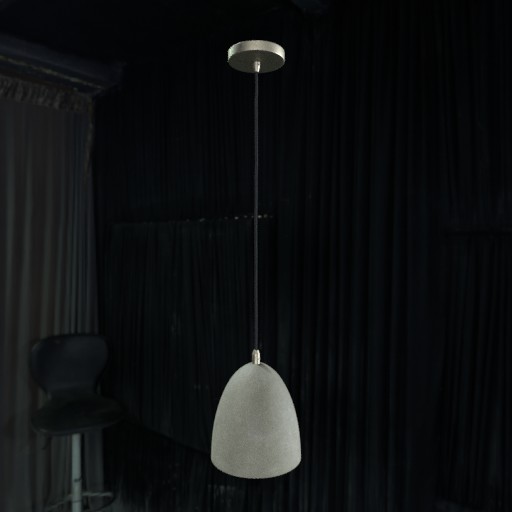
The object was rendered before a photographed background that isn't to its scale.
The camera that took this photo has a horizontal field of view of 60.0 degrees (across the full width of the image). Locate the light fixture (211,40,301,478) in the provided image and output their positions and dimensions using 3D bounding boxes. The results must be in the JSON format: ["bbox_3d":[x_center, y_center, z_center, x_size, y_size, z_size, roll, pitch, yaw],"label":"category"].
[{"bbox_3d":[0.000,0.000,0.837,0.170,0.759,0.170,1,1,35],"label":"light fixture"}]
